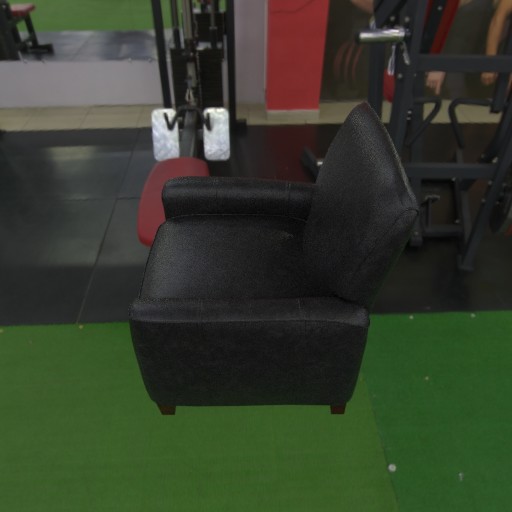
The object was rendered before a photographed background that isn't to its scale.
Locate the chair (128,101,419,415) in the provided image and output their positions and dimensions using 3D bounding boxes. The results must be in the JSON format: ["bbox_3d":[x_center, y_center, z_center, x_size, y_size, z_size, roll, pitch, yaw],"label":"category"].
[{"bbox_3d":[0.000,0.000,1.693,0.864,1.014,0.848,0,41,0],"label":"chair"}]
